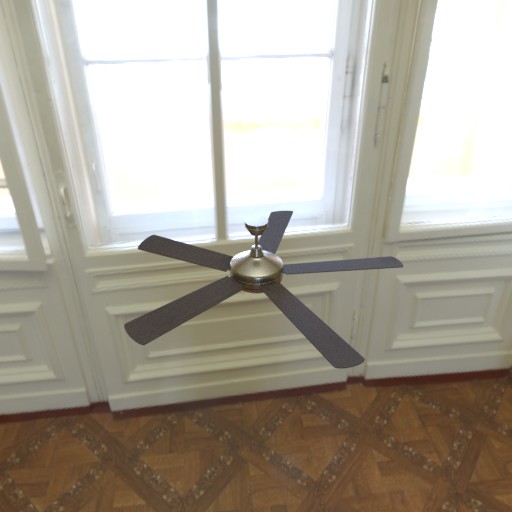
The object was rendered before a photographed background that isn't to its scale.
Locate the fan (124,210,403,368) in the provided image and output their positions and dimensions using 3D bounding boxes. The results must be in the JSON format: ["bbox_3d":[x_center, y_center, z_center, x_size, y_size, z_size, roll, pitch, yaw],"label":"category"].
[{"bbox_3d":[0.000,0.000,2.040,1.321,0.356,1.321,21,36,31],"label":"fan"}]
